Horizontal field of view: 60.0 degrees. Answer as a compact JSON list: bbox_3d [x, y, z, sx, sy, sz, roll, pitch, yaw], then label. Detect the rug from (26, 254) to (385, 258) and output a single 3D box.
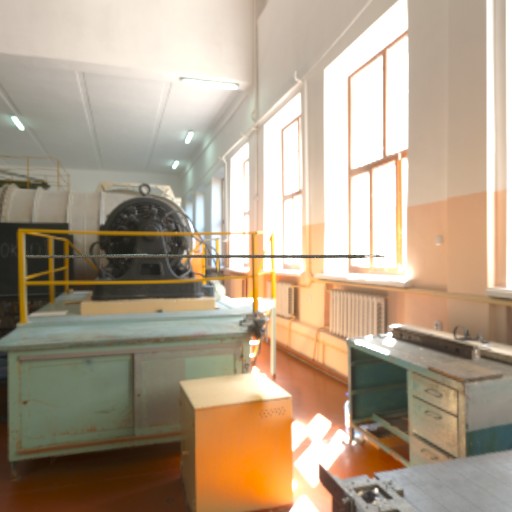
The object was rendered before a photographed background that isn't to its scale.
[{"bbox_3d":[0.000,0.000,2.973,1.593,0.029,2.305,0,0,18],"label":"rug"}]
